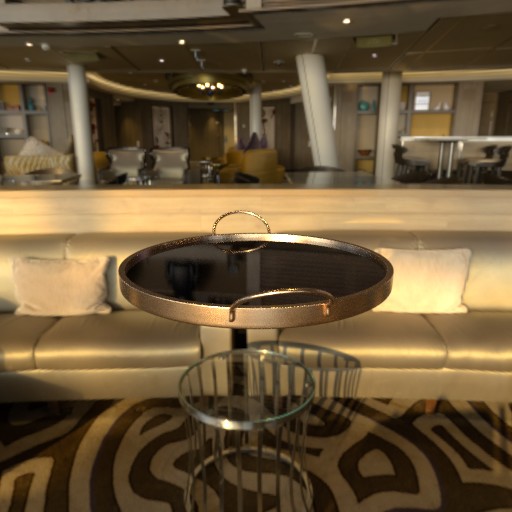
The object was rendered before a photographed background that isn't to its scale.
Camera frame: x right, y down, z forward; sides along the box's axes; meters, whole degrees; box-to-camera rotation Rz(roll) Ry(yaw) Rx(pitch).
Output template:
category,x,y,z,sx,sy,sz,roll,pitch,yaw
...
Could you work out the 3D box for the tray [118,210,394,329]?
category,x,y,z,sx,sy,sz,roll,pitch,yaw
tray,0.000,0.000,0.734,0.438,0.069,0.543,-2,15,-8
